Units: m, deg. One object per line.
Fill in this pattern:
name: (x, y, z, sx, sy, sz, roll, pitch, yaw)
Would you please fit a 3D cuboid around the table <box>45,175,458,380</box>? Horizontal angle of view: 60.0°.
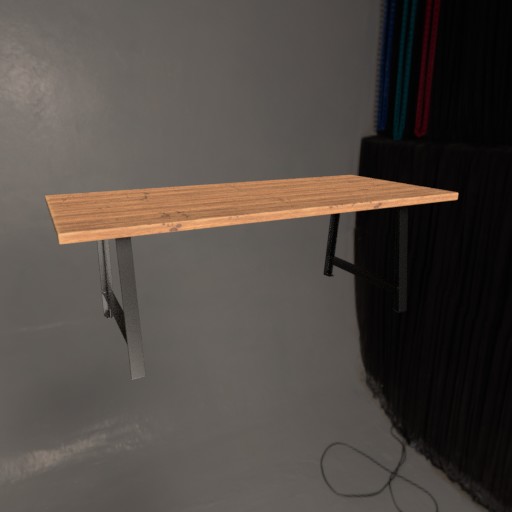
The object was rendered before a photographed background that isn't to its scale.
table: (0.000, 0.000, 2.697, 2.200, 0.757, 1.000, -9, 19, -26)
